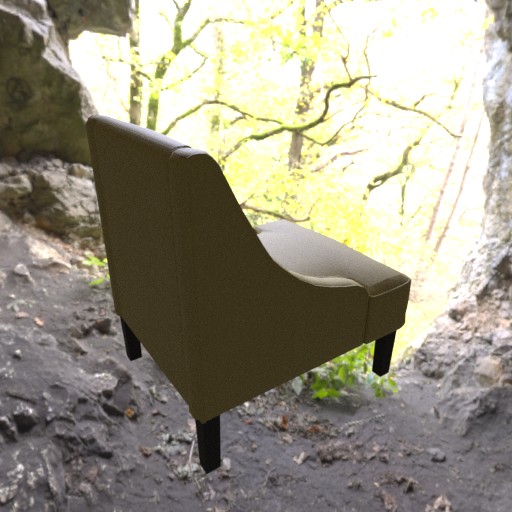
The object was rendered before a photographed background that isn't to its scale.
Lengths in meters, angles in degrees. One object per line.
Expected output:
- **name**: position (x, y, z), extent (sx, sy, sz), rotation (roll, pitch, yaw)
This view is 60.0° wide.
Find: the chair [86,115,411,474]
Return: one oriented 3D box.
- **chair**: position (0.000, 0.000, 1.485), extent (0.814, 0.896, 0.696), rotation (-16, 30, -31)
